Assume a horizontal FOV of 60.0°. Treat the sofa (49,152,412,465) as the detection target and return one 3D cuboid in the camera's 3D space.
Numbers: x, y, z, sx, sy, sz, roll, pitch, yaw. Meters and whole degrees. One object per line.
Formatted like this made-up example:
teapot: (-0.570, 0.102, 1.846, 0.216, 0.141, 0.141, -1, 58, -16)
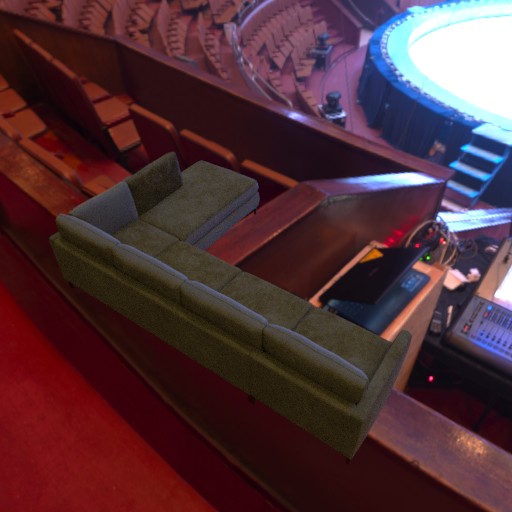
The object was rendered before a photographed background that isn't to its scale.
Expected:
sofa: (0.000, 0.000, 3.261, 2.486, 0.687, 1.707, 25, 47, 25)
